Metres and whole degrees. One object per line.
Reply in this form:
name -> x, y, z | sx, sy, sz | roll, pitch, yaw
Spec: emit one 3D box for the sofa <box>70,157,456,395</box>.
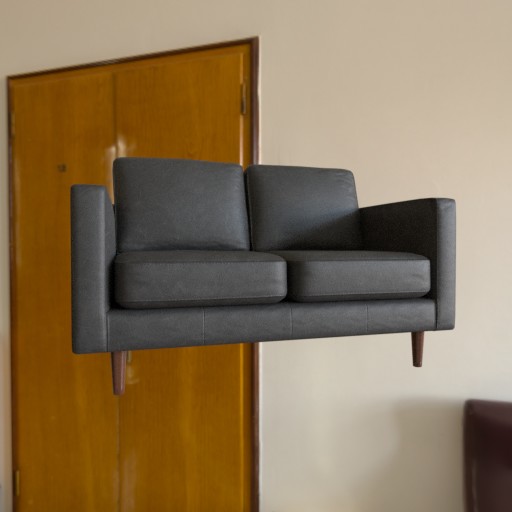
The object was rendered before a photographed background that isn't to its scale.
sofa -> 0.000, 0.000, 1.944 | 1.430, 0.899, 0.879 | 0, 1, -17
